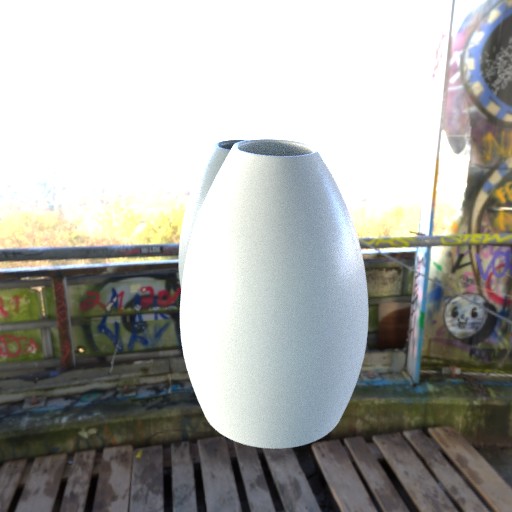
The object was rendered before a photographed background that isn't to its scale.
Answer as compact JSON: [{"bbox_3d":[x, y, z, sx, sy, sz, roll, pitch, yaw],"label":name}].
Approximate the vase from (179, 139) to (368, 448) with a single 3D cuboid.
[{"bbox_3d":[0.000,0.000,0.257,0.089,0.131,0.187,-3,15,-10],"label":"vase"}]
